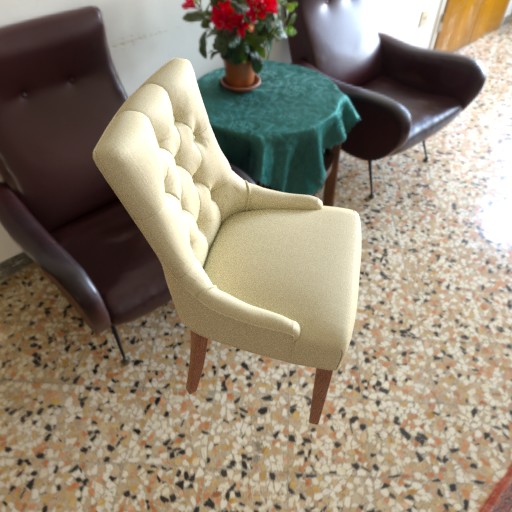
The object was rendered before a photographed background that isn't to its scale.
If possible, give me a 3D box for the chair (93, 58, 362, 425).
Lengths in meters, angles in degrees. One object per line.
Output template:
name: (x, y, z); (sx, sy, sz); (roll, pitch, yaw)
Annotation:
chair: (0.000, 0.000, 1.209); (0.565, 0.874, 0.509); (9, 47, 9)
